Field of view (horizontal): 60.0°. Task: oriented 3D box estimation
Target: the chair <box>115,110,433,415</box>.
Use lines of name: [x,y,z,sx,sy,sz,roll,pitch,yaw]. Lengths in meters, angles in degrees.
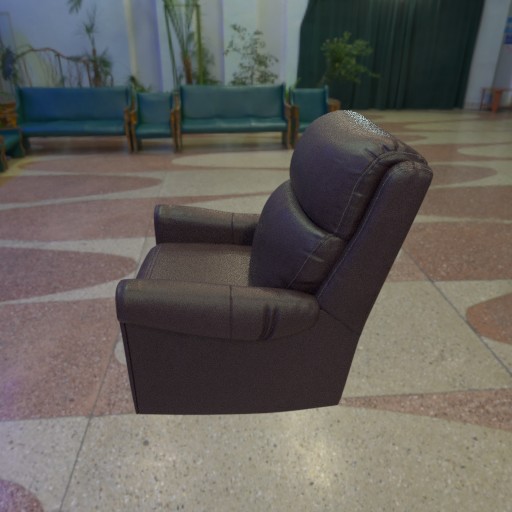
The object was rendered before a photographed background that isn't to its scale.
chair: [0.000,0.000,1.778,1.014,1.054,0.838,-1,27,-2]
